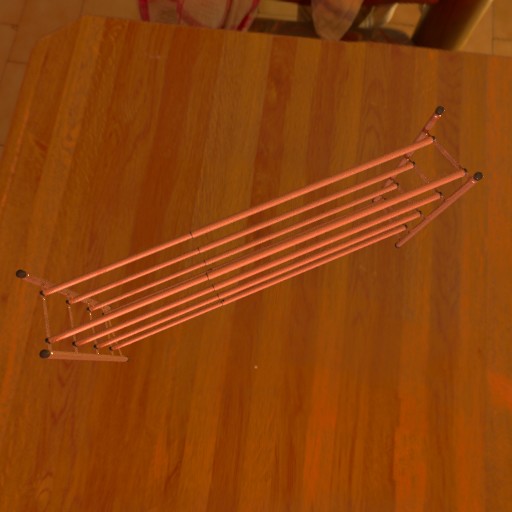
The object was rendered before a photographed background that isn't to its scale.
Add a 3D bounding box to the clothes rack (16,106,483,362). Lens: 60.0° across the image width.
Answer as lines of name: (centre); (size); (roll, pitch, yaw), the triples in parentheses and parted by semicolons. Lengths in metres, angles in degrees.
clothes rack: (0.000, 0.000, 1.420); (1.168, 0.672, 0.229); (-22, 77, -5)
